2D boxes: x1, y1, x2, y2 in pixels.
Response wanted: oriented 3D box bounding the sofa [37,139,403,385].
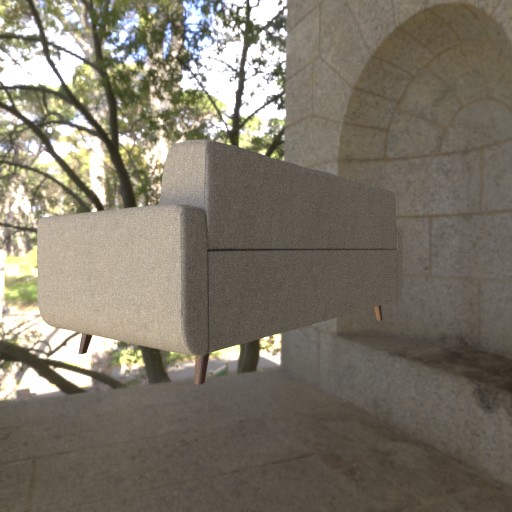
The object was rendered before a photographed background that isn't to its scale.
[{"bbox_3d":[0.000,0.000,2.488,0.968,0.873,2.055,1,1,37],"label":"sofa"}]
